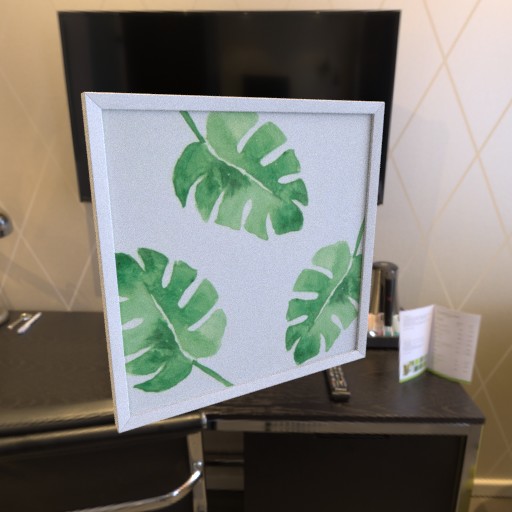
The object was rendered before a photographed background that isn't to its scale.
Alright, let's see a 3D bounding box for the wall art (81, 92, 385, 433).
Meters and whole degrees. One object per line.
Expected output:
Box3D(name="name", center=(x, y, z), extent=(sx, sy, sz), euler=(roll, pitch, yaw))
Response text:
Box3D(name="wall art", center=(0.000, 0.000, 1.135), extent=(0.762, 0.762, 0.040), euler=(-9, 18, -27))
